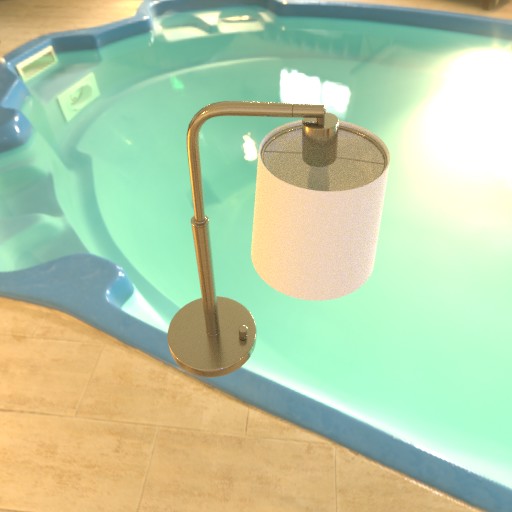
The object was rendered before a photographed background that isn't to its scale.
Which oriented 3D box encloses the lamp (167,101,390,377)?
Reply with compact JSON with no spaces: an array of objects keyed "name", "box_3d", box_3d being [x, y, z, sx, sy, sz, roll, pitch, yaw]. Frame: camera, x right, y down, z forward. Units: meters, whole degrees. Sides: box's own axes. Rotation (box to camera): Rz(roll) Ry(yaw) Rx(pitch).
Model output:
[{"name":"lamp","box_3d":[0.000,0.000,0.652,0.333,0.489,0.171,9,47,8]}]
